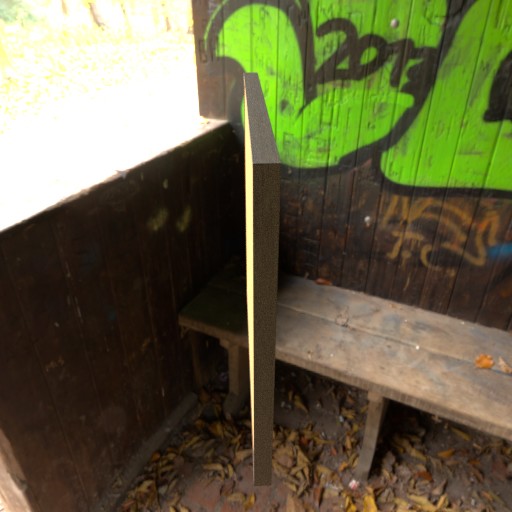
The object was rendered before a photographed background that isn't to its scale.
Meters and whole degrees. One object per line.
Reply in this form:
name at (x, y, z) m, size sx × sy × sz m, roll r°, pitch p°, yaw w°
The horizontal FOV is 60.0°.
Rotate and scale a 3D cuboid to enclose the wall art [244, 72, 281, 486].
wall art at (0.000, 0.000, 1.130) m, size 0.039 × 0.758 × 0.758 m, roll -1°, pitch 31°, yaw -2°
